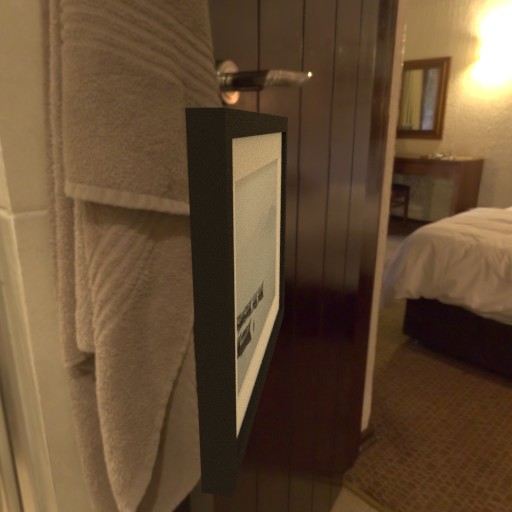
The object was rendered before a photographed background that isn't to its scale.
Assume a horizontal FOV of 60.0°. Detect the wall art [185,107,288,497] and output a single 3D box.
[{"bbox_3d":[0.000,0.000,0.533,0.028,0.325,0.397,3,17,10],"label":"wall art"}]
